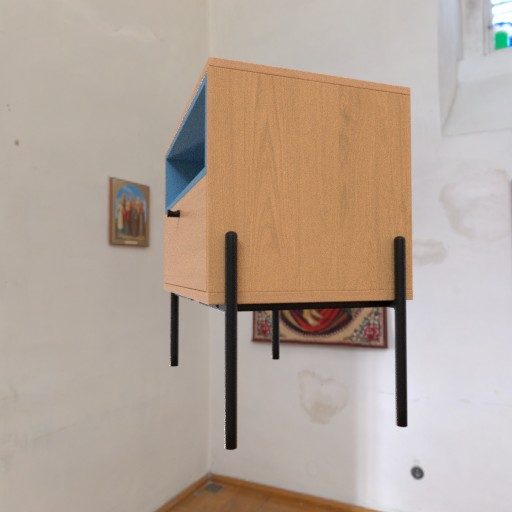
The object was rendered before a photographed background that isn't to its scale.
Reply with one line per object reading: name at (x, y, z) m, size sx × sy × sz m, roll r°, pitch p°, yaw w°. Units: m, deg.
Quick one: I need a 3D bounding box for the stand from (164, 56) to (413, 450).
stand at (0.000, 0.000, 1.012) m, size 0.400 × 0.600 × 0.630 m, roll 1°, pitch -2°, yaw -18°
